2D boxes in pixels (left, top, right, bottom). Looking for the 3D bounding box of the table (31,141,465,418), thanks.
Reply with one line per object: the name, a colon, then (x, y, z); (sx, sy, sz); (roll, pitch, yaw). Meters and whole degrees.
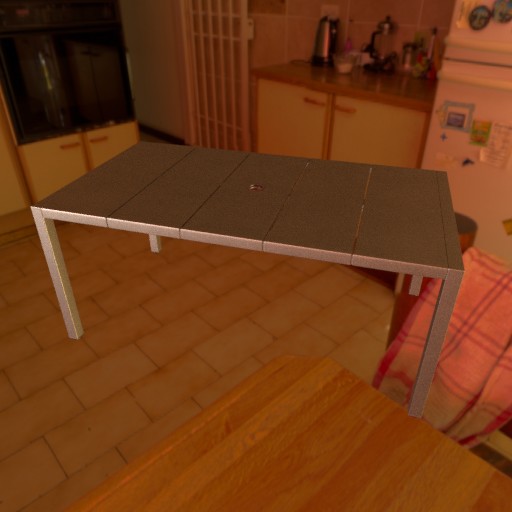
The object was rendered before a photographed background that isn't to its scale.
table: (0.000, 0.000, 2.196); (1.680, 0.735, 0.914); (9, 33, 14)
